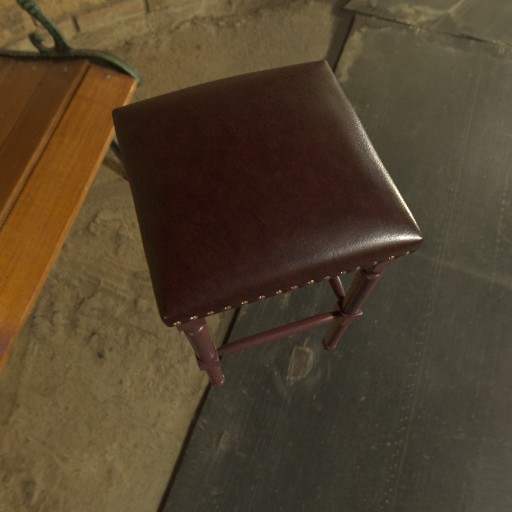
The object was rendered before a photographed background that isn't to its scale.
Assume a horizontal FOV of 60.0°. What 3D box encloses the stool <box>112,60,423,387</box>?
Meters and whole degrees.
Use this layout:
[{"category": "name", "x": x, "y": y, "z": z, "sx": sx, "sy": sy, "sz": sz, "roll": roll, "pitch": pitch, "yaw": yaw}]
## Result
[{"category": "stool", "x": 0.000, "y": 0.000, "z": 0.943, "sx": 0.383, "sy": 0.702, "sz": 0.382, "roll": -16, "pitch": 65, "yaw": -8}]
